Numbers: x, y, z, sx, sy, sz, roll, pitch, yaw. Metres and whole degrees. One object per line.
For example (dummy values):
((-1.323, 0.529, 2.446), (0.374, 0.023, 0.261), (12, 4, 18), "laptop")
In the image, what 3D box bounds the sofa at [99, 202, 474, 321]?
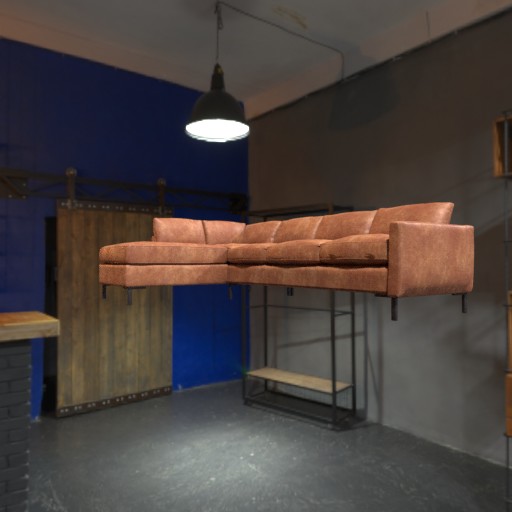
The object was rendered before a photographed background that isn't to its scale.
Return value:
((0.000, 0.000, 3.976), (1.938, 0.877, 2.984), (0, -1, -35), "sofa")
